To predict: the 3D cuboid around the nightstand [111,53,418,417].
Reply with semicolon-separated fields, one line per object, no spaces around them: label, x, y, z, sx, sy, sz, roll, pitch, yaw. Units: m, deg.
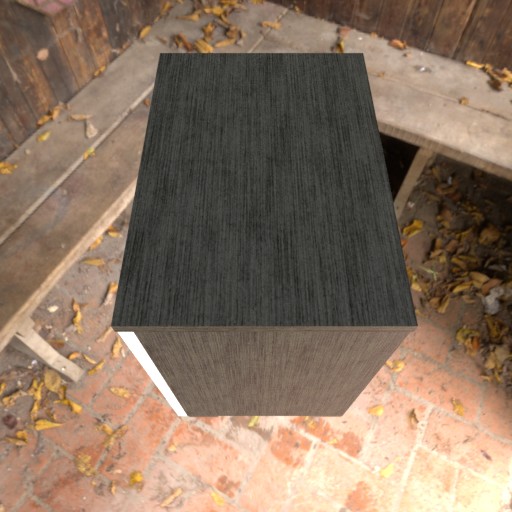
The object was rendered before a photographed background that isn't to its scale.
nightstand;0.000;0.000;0.755;0.325;0.460;0.441;0;59;0
